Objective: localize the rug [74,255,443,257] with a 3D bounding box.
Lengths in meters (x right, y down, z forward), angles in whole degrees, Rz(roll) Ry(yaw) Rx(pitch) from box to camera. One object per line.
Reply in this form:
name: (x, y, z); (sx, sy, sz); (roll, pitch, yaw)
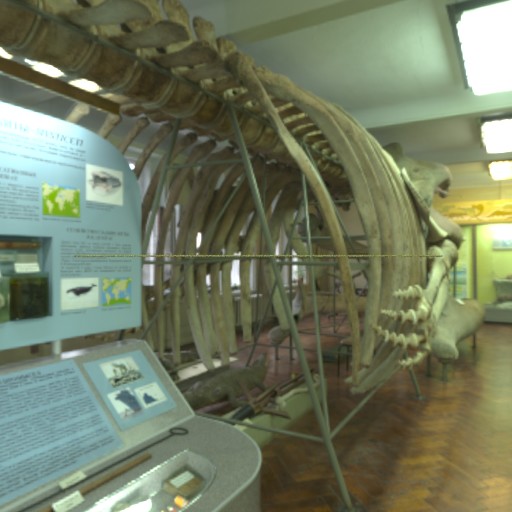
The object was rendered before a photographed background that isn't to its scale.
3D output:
rug: (0.000, 0.000, 2.970); (1.529, 0.007, 2.297); (0, 0, -1)
